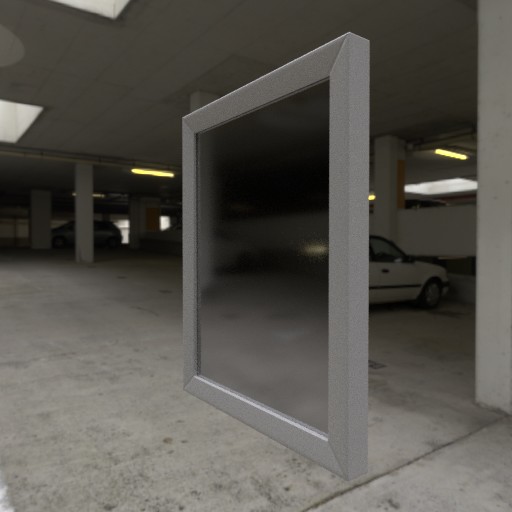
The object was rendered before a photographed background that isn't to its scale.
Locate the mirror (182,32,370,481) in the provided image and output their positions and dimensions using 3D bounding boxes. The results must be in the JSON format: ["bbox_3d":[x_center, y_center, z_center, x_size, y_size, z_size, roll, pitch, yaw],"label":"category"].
[{"bbox_3d":[0.000,0.000,0.675,0.041,0.508,0.405,-1,1,-36],"label":"mirror"}]
